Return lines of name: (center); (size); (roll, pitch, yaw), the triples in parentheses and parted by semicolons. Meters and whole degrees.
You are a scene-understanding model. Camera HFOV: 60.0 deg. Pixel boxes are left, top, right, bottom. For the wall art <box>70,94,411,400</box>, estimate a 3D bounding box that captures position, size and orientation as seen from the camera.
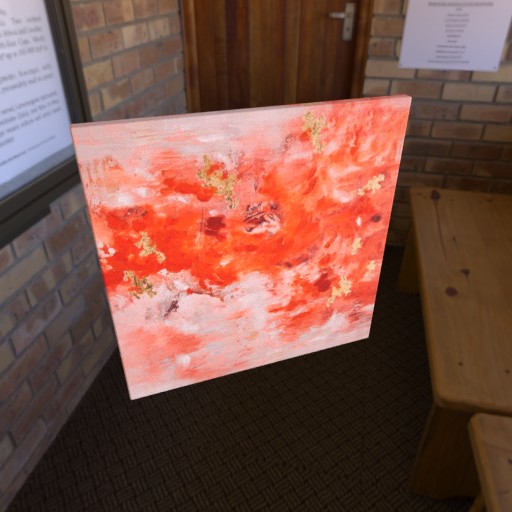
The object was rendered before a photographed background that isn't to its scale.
wall art: (0.000, 0.000, 1.341); (0.878, 0.878, 0.066); (-11, 34, -16)
